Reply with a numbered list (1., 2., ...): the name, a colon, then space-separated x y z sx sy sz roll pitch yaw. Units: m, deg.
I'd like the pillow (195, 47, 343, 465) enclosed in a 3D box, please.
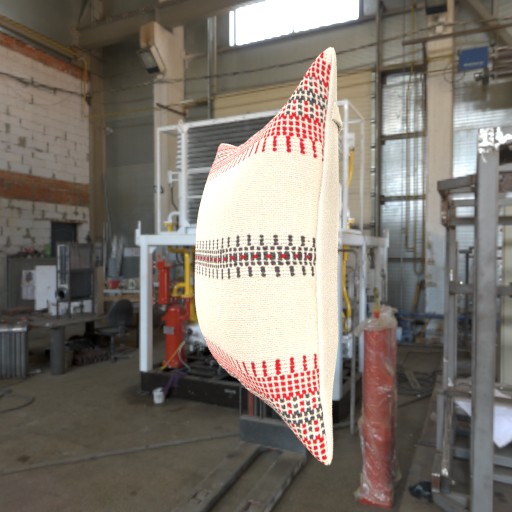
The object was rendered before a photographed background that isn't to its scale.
1. pillow: 0.000 0.000 0.693 0.160 0.454 0.463 0 1 -19
